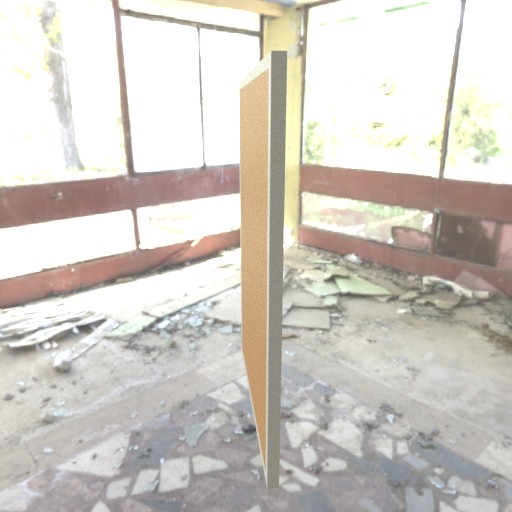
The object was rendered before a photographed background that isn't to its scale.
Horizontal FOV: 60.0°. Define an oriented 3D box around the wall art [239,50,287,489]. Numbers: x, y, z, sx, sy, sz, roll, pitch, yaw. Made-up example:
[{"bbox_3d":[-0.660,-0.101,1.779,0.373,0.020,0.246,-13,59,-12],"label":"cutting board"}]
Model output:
[{"bbox_3d":[0.000,0.000,0.558,0.013,0.433,0.303,-2,17,-7],"label":"wall art"}]
